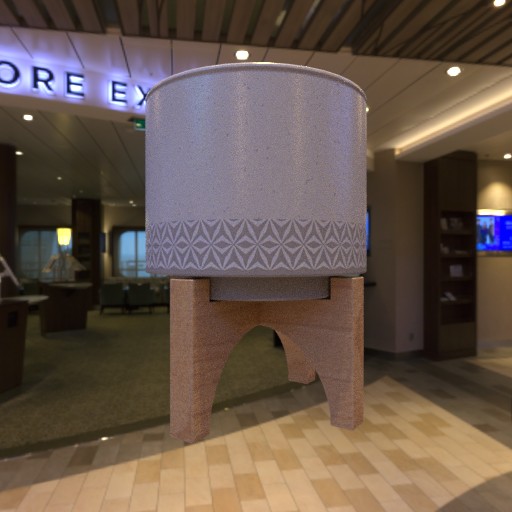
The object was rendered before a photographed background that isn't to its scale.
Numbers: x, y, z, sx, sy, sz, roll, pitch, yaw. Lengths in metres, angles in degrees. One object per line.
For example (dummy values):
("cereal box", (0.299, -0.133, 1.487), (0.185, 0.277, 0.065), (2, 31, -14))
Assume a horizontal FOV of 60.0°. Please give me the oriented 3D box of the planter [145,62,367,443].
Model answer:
("planter", (0.000, 0.000, 0.268), (0.130, 0.178, 0.130), (0, 0, 0))
